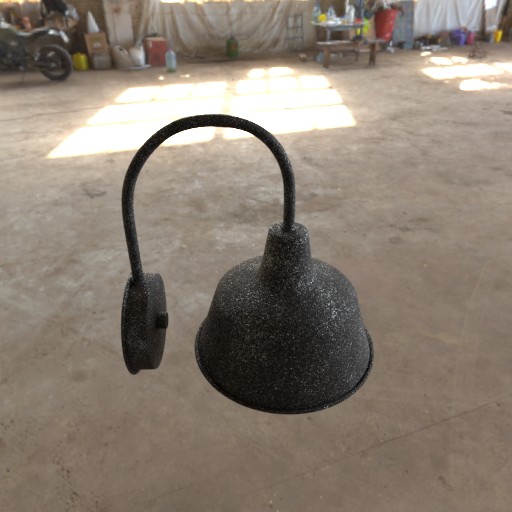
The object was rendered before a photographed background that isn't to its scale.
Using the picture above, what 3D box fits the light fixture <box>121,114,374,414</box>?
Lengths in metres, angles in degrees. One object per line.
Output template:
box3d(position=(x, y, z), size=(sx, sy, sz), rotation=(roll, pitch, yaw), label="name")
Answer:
box3d(position=(0.000, 0.000, 0.476), size=(0.283, 0.300, 0.216), rotation=(0, 32, -1), label="light fixture")
